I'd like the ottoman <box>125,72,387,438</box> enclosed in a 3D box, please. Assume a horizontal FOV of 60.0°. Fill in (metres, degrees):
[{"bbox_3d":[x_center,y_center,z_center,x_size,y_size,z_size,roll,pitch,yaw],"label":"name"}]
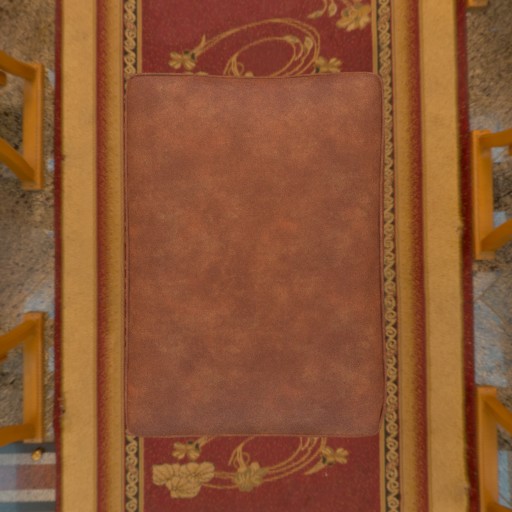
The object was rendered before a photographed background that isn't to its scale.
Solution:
[{"bbox_3d":[0.000,0.000,0.958,0.501,0.418,0.665,0,90,0],"label":"ottoman"}]
